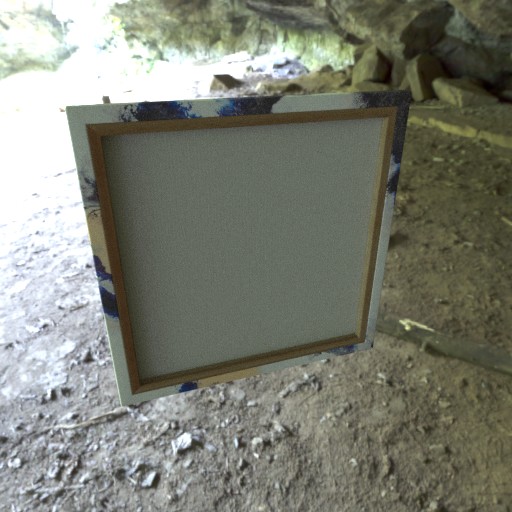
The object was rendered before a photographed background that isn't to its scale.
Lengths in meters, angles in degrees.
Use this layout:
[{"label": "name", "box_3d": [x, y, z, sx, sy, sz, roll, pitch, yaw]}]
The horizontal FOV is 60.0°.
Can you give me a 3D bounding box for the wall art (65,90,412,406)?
[{"label": "wall art", "box_3d": [0.000, 0.000, 1.302, 0.887, 0.885, 0.038, -9, 29, -16]}]
